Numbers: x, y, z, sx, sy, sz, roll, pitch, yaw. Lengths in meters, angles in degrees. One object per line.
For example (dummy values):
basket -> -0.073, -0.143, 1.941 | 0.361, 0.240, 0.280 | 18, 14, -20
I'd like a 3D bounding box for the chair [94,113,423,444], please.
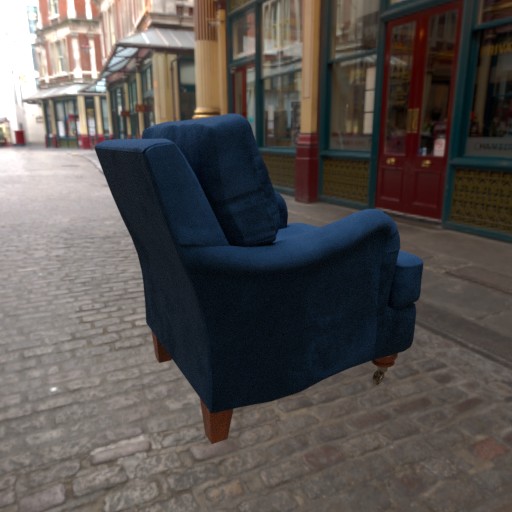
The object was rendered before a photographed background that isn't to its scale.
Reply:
chair -> 0.000, 0.000, 1.828 | 1.078, 1.076, 0.895 | -8, 16, -27
